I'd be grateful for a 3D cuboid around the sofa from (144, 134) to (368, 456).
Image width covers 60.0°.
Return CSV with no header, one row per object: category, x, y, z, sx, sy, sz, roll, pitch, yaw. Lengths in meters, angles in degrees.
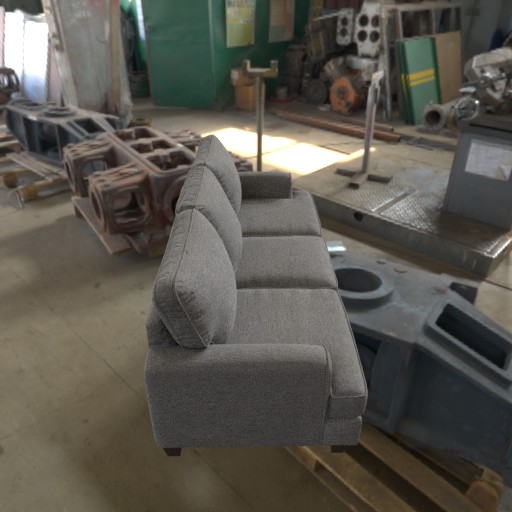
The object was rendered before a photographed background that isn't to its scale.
sofa,0.000,0.000,2.722,0.951,0.965,2.158,0,32,0
